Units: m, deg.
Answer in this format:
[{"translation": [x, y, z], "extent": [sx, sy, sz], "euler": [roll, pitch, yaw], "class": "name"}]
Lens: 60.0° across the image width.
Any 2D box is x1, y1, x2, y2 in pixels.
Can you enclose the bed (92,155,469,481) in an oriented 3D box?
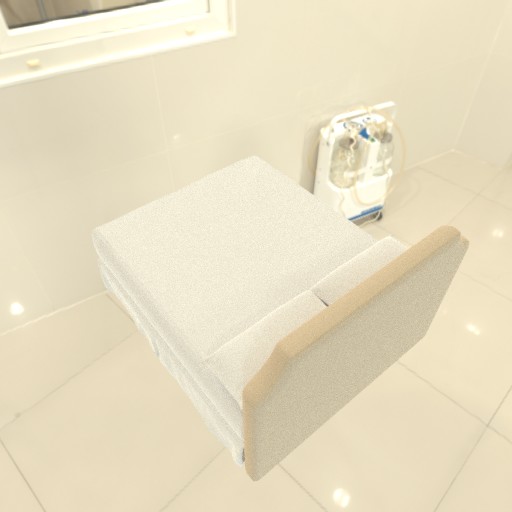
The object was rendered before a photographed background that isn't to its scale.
[{"translation": [0.000, 0.000, 3.875], "extent": [2.134, 1.524, 2.548], "euler": [-30, 54, -26], "class": "bed"}]
